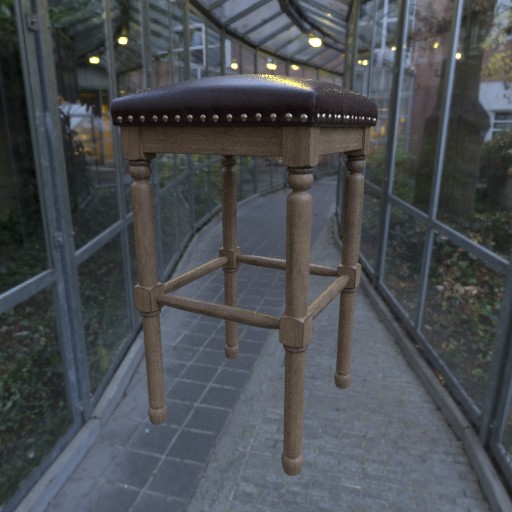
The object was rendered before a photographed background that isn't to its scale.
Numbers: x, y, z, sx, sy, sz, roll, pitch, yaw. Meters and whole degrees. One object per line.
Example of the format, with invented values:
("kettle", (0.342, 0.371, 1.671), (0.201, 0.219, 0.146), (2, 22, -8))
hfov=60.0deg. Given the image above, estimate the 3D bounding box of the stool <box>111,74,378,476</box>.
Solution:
("stool", (0.000, 0.000, 0.929), (0.383, 0.702, 0.382), (8, 18, 26))
